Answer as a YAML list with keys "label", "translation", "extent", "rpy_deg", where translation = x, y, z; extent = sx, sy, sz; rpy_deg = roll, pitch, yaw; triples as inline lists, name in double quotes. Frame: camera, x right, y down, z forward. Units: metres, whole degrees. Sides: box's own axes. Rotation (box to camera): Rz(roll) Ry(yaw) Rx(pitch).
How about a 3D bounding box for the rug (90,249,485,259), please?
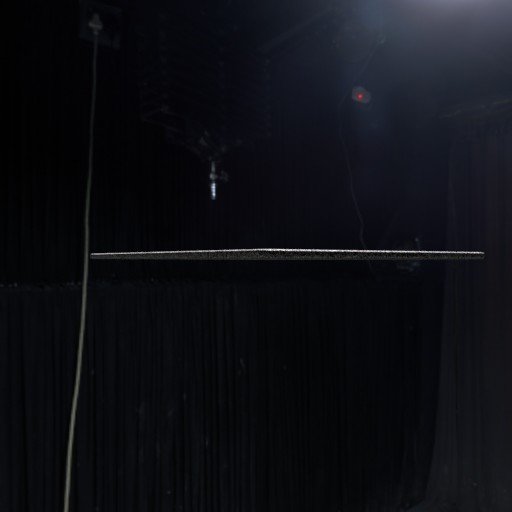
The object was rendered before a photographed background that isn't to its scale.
- label: "rug"
  translation: [0.000, 0.000, 2.320]
  extent: [1.219, 0.030, 1.778]
  rpy_deg: [0, 0, -35]
